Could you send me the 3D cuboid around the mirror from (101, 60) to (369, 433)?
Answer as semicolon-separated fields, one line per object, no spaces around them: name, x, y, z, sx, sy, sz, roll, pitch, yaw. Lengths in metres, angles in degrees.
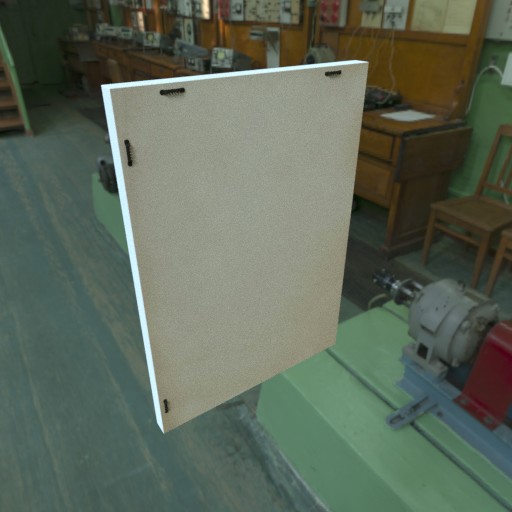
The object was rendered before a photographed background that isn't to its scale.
mirror;0.000;0.000;0.918;0.507;0.710;0.040;-19;35;-29
